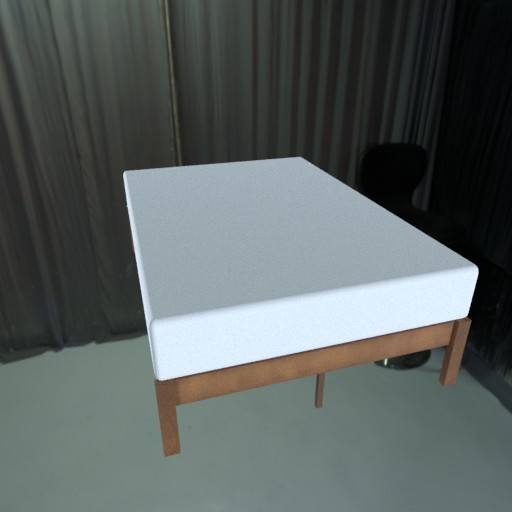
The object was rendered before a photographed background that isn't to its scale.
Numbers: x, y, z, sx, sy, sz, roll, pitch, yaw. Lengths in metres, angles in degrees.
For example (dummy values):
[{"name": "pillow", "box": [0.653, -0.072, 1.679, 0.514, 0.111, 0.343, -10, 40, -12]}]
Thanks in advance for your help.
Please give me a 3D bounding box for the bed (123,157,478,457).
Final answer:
[{"name": "bed", "box": [0.000, 0.000, 2.579, 1.348, 0.616, 1.927, -8, 28, -16]}]
